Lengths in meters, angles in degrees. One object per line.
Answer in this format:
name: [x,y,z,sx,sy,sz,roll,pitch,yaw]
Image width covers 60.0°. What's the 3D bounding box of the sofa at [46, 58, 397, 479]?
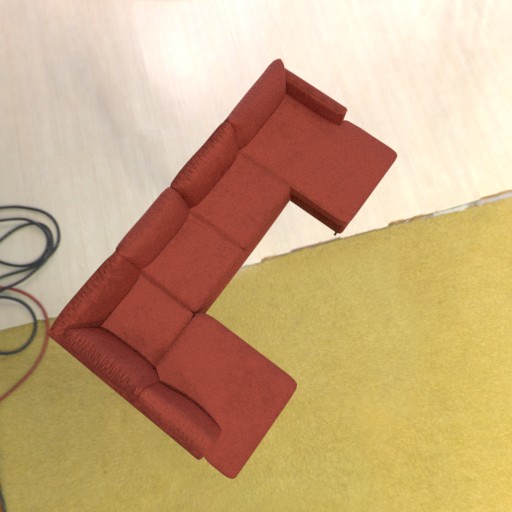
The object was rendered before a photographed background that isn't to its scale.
sofa: [0.000,0.000,4.244,2.055,0.992,3.434,36,79,8]
